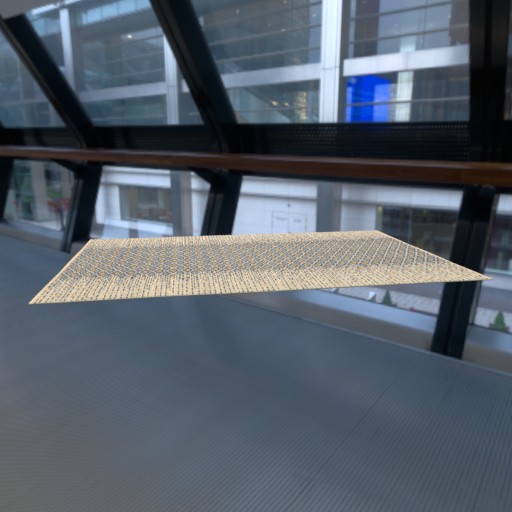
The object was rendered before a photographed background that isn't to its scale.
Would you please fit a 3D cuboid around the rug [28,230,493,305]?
[{"bbox_3d":[0.000,0.000,3.031,2.448,0.008,1.541,-2,14,-9],"label":"rug"}]
